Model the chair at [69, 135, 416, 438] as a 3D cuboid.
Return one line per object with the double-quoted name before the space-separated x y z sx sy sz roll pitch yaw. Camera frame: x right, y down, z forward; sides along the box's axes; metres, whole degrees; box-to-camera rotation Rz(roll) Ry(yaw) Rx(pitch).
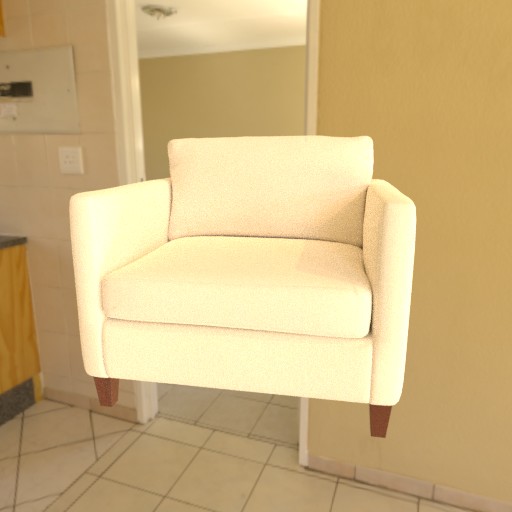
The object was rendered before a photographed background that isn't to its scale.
"chair" 0.000 0.000 1.667 1.019 0.885 0.878 3 14 10
